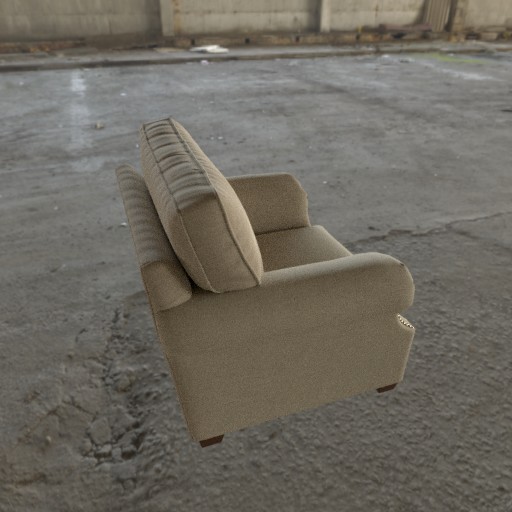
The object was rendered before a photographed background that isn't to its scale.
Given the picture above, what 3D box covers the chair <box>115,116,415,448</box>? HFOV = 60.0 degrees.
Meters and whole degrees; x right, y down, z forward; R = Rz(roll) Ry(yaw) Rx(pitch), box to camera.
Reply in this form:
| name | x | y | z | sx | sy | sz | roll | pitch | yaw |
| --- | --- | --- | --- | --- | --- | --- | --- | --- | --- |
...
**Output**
| name | x | y | z | sx | sy | sz | roll | pitch | yaw |
| --- | --- | --- | --- | --- | --- | --- | --- | --- | --- |
| chair | 0.000 | 0.000 | 1.810 | 0.965 | 0.961 | 1.092 | -10 | 31 | -17 |
